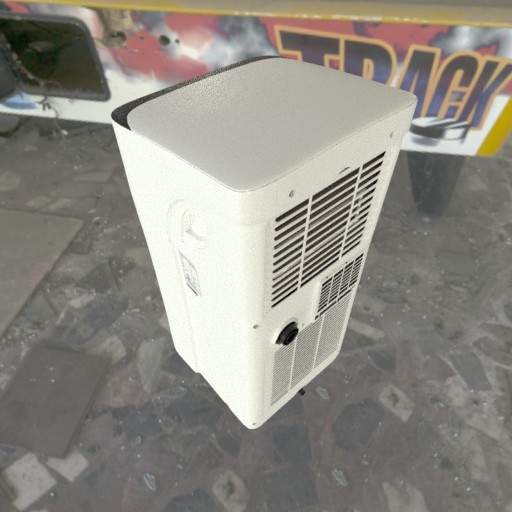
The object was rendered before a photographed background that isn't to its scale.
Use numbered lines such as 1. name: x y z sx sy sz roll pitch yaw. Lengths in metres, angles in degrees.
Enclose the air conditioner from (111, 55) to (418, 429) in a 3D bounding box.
1. air conditioner: 0.000 0.000 0.904 0.352 0.716 0.369 -33 54 -28
